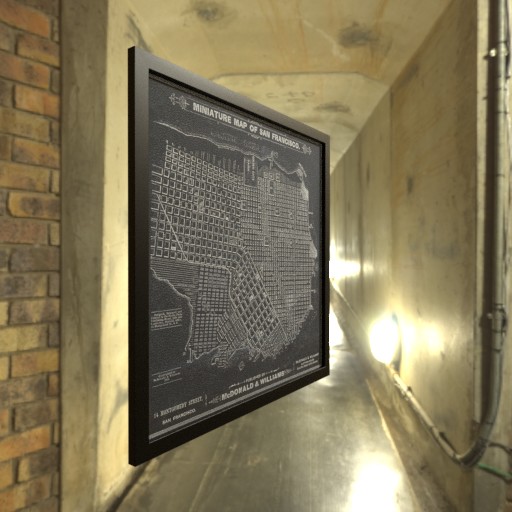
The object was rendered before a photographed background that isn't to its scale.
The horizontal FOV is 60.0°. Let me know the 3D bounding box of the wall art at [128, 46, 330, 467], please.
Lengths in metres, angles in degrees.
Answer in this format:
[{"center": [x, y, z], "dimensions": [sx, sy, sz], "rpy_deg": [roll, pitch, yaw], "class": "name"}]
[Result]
[{"center": [0.000, 0.000, 0.668], "dimensions": [0.012, 0.458, 0.457], "rpy_deg": [0, 0, 37], "class": "wall art"}]
